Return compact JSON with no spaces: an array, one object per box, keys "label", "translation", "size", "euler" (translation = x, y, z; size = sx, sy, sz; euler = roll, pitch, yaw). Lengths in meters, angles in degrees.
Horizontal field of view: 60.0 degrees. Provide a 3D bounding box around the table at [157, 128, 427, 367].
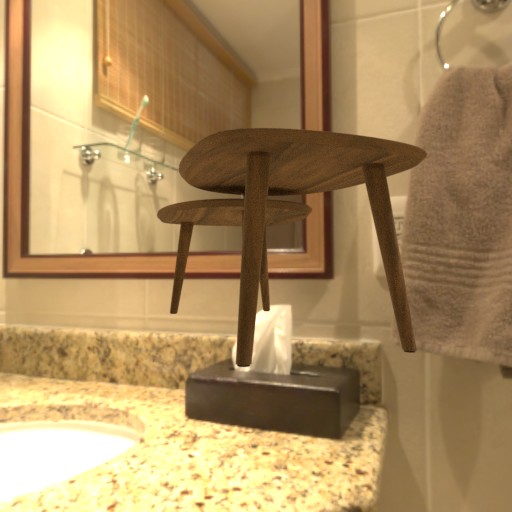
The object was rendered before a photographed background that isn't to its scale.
[{"label":"table","translation":[0.000,0.000,1.330],"size":[0.527,0.429,1.084],"euler":[0,-1,-18]}]
